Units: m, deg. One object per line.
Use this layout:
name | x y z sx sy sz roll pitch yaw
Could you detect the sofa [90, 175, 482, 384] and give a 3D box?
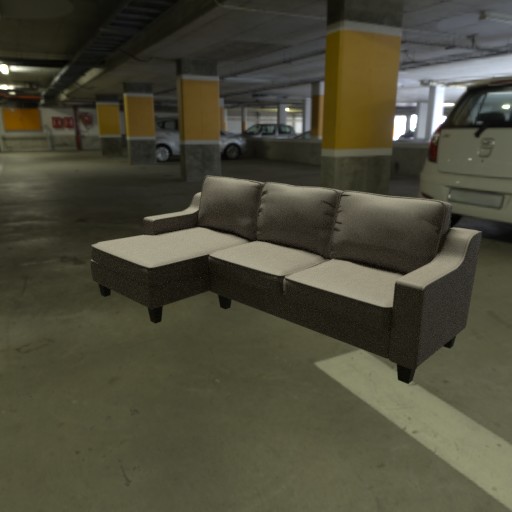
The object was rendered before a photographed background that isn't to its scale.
sofa | 0.000 0.000 3.157 2.561 0.928 1.294 15 22 42
